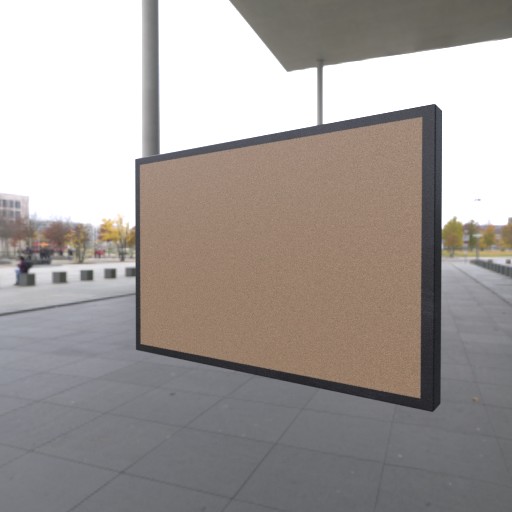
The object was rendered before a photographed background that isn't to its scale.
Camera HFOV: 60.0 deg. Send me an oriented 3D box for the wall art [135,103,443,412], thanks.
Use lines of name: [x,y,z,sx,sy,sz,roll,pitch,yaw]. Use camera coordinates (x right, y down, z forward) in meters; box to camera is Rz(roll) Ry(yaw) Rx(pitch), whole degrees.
wall art: [0.000,0.000,0.778,0.610,0.409,0.038,1,1,36]
